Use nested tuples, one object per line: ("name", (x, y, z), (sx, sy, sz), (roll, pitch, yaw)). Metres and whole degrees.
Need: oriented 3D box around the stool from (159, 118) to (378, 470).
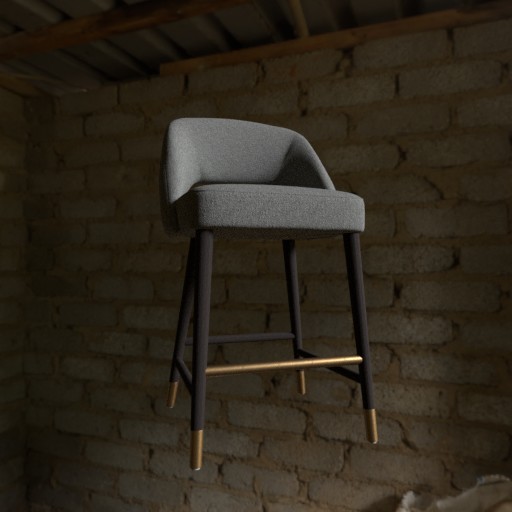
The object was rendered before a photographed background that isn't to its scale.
("stool", (0.000, 0.000, 1.267), (0.536, 0.925, 0.524), (0, -1, -18))
